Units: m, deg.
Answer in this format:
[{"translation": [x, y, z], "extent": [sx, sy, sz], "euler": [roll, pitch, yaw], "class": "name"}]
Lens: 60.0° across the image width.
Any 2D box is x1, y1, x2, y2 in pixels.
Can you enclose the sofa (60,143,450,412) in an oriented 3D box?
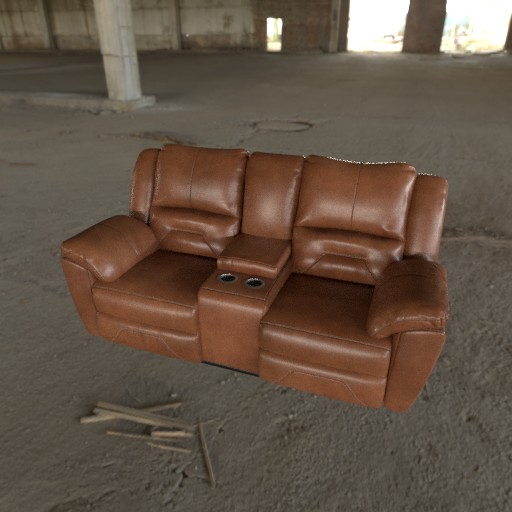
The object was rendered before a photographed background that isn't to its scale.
[{"translation": [0.000, 0.000, 2.577], "extent": [2.058, 1.043, 0.991], "euler": [9, 29, 17], "class": "sofa"}]
